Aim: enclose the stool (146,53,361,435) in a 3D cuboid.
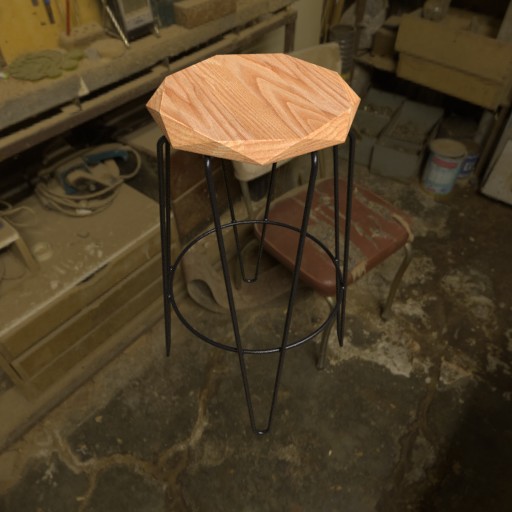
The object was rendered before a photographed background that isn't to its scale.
[{"bbox_3d":[0.000,0.000,0.790,0.326,0.610,0.326,33,54,27],"label":"stool"}]
